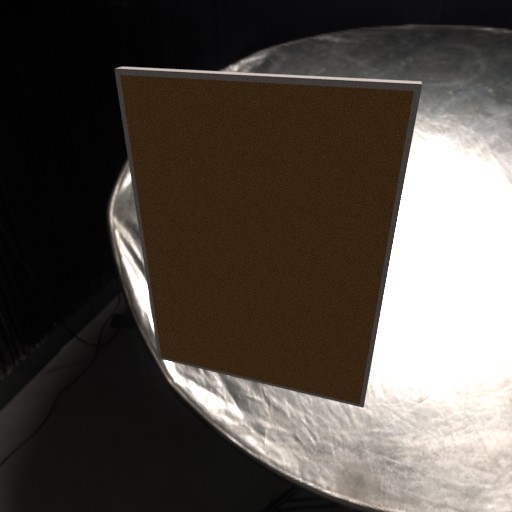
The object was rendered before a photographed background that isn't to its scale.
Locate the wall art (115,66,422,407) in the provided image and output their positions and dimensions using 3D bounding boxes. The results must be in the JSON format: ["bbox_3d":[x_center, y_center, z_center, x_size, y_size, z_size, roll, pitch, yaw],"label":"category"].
[{"bbox_3d":[0.000,0.000,1.593,0.914,1.221,0.046,9,32,15],"label":"wall art"}]
